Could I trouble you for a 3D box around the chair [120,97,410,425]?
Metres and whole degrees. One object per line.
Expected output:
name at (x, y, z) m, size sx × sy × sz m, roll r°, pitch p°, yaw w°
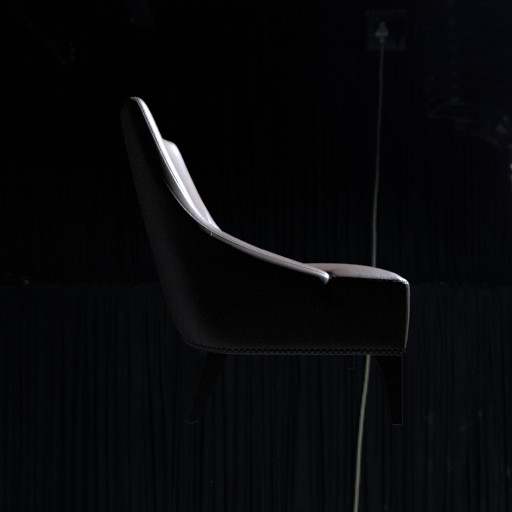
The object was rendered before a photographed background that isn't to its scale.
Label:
chair at (0.000, 0.000, 1.512) m, size 0.861 × 0.909 × 0.701 m, roll 0°, pitch -1°, yaw 0°
